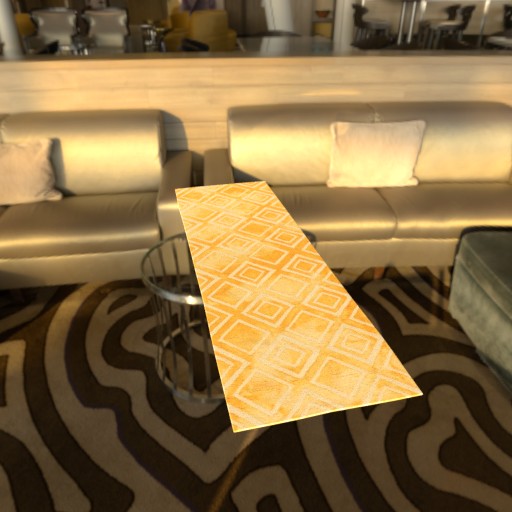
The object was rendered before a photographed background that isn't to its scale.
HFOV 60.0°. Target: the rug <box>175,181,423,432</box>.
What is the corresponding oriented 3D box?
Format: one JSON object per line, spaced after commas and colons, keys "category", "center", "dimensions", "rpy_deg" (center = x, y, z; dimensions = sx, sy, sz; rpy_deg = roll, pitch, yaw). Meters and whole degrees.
{"category": "rug", "center": [0.000, 0.000, 2.702], "dimensions": [0.775, 0.010, 2.438], "rpy_deg": [-7, 31, -12]}
